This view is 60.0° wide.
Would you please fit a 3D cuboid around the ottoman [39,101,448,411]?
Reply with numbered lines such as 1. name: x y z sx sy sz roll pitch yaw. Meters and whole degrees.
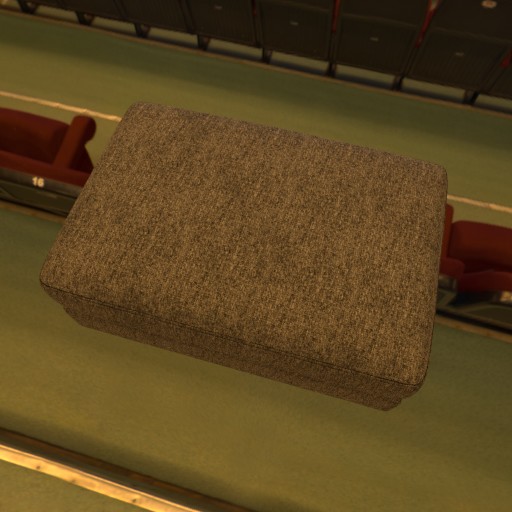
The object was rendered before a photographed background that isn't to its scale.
1. ottoman: 0.000 0.000 1.182 0.864 0.483 0.584 14 64 7
